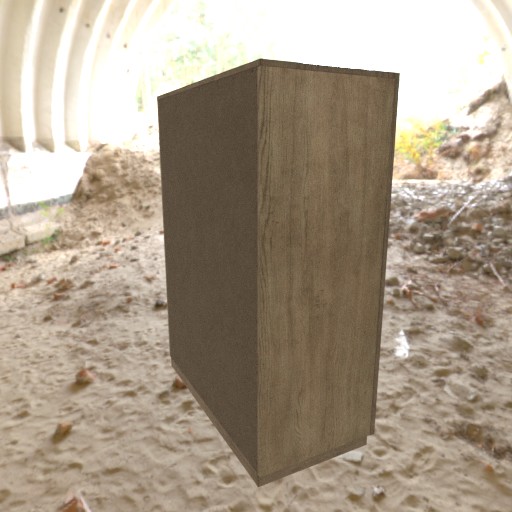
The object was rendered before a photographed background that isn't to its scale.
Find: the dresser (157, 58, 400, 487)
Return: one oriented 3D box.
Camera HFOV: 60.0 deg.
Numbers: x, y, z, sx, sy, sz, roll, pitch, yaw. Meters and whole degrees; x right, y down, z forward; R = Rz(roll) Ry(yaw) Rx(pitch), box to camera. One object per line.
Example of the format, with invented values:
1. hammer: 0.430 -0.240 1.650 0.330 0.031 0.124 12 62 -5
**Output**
1. dresser: 0.000 0.000 1.802 0.483 1.295 0.967 -7 15 -27
